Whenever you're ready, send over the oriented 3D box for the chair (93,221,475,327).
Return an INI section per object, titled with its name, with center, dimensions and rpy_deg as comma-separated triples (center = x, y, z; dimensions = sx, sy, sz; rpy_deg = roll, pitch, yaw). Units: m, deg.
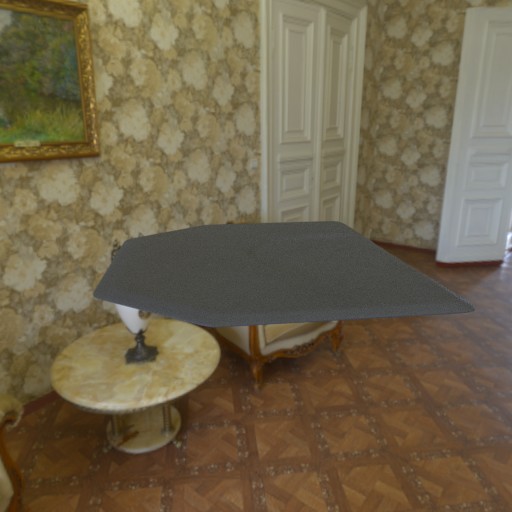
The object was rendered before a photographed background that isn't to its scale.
[chair]
center = 0.000, 0.000, 1.930
dimensions = 1.219, 0.024, 1.372
rpy_deg = -2, 16, -7
